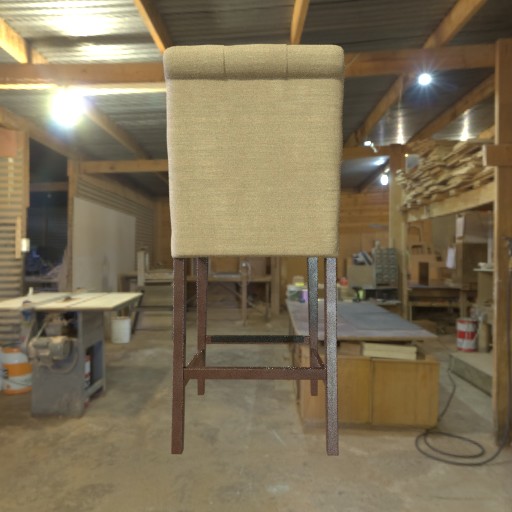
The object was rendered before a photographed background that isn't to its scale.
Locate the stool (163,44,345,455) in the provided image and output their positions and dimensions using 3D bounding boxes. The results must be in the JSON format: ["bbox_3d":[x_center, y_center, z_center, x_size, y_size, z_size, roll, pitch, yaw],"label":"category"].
[{"bbox_3d":[0.000,0.000,1.430,0.486,1.084,0.660,0,0,1],"label":"stool"}]
